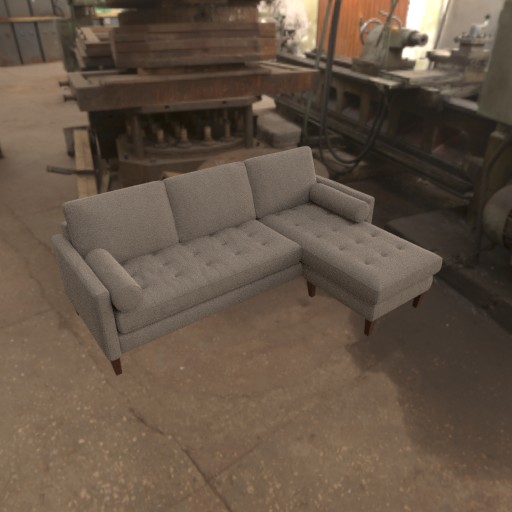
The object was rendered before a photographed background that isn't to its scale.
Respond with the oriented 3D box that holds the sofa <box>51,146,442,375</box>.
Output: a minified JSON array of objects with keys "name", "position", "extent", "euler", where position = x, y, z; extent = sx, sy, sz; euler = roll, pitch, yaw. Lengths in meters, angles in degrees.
[{"name":"sofa","position":[0.000,0.000,2.958],"extent":[2.178,0.875,1.506],"euler":[-21,36,-31]}]
